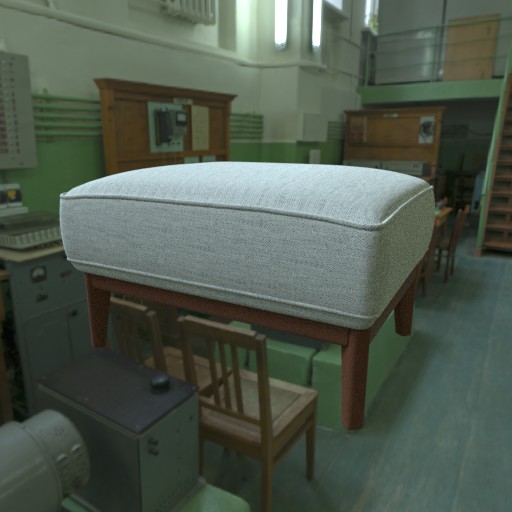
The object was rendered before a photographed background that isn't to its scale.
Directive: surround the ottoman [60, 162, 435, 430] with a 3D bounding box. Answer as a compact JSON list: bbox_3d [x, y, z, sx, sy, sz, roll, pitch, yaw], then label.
[{"bbox_3d":[0.000,0.000,1.159,0.794,0.465,0.594,8,17,28],"label":"ottoman"}]
